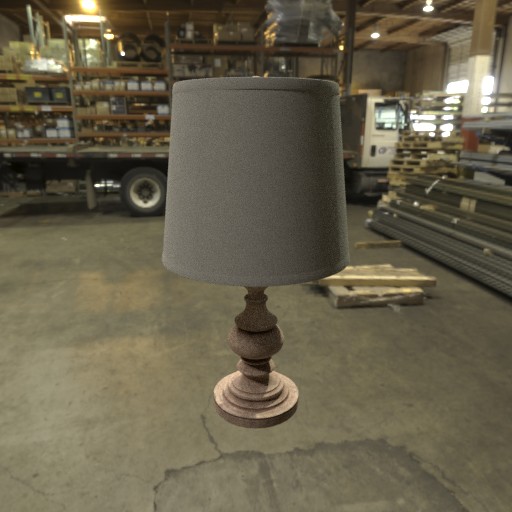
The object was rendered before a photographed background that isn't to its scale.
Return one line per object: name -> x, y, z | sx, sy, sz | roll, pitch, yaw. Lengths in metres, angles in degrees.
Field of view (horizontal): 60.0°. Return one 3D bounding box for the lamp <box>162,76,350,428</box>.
lamp -> 0.000, 0.000, 0.657 | 0.273, 0.497, 0.273 | 0, 16, 0
